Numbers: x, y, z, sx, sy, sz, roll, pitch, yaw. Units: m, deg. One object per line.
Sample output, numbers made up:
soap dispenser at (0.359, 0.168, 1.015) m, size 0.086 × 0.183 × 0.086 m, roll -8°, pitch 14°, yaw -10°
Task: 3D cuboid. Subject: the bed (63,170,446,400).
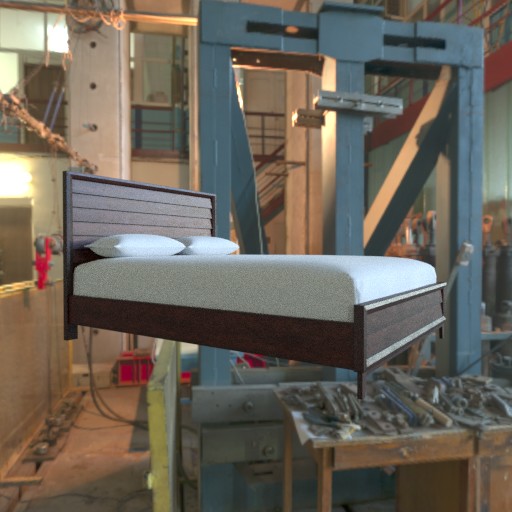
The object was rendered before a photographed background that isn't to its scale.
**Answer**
bed at (0.000, 0.000, 3.973) m, size 2.803 × 1.492 × 2.040 m, roll 1°, pitch 1°, yaw 35°
